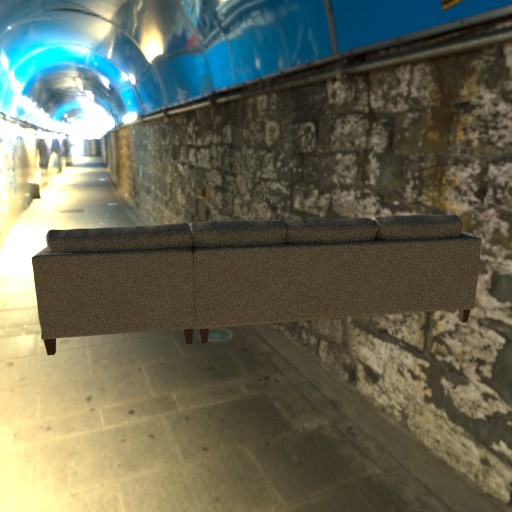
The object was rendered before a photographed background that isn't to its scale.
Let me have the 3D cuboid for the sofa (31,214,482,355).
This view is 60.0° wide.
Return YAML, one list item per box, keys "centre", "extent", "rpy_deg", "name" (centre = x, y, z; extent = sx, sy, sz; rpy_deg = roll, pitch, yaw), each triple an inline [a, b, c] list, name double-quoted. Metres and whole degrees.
- centre: [0.000, 0.000, 3.880]
  extent: [3.186, 0.846, 1.625]
  rpy_deg: [-3, 14, -10]
  name: "sofa"
